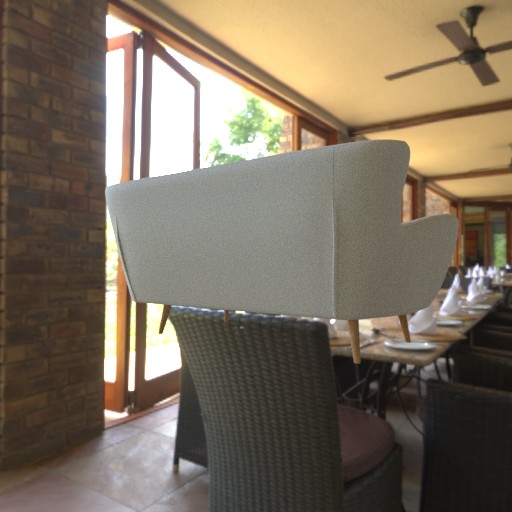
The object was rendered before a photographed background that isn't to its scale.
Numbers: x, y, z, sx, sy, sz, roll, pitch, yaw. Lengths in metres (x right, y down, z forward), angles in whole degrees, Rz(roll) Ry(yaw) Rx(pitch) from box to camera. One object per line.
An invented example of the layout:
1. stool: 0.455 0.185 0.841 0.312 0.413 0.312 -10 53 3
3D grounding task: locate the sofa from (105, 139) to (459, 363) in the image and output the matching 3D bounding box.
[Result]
1. sofa: 0.000 0.000 2.447 1.930 0.890 0.899 -1 -1 37
